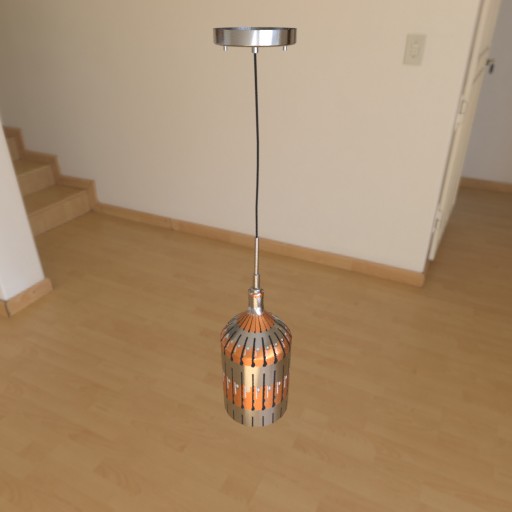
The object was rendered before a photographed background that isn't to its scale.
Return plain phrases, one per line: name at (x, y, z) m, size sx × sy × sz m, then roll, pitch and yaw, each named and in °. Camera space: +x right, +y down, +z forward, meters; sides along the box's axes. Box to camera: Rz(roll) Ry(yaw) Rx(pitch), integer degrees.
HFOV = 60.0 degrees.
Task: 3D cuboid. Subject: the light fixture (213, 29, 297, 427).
light fixture at (0.000, 0.000, 1.680) m, size 0.303 × 1.535 × 0.303 m, roll 0°, pitch 29°, yaw 0°
